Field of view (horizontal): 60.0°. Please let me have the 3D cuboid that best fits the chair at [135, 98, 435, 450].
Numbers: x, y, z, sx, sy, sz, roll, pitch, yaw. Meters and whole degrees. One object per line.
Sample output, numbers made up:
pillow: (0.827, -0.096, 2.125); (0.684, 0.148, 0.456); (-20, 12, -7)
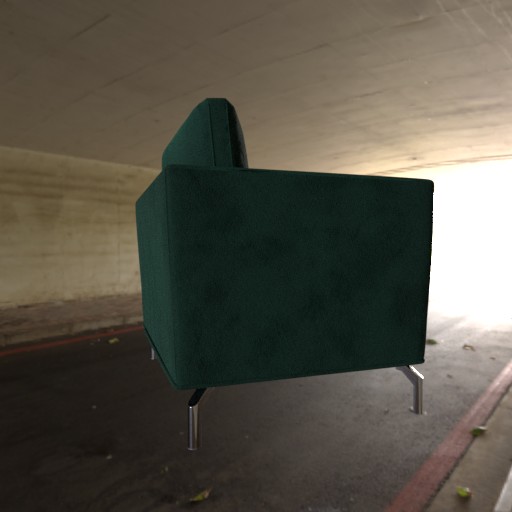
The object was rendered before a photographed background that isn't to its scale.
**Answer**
chair: (0.000, 0.000, 1.748); (0.852, 0.997, 1.047); (-1, 2, -19)
